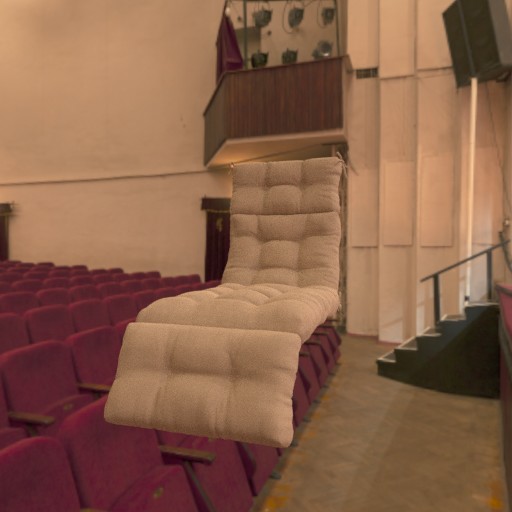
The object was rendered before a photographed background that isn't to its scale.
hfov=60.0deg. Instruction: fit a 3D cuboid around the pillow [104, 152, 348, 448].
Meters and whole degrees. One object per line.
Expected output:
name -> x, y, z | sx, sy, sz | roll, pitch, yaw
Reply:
pillow -> 0.000, 0.000, 1.504 | 0.526, 0.863, 1.016 | 0, 0, 18
